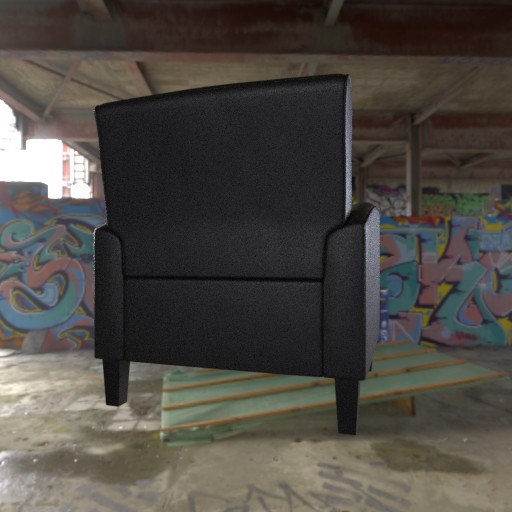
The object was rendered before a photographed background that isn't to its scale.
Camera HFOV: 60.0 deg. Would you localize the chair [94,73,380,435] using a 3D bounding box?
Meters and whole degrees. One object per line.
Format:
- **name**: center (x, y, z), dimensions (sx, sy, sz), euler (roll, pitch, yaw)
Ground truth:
- **chair**: center (0.000, 0.000, 1.561), dimensions (0.820, 0.916, 0.819), euler (0, 0, 18)
